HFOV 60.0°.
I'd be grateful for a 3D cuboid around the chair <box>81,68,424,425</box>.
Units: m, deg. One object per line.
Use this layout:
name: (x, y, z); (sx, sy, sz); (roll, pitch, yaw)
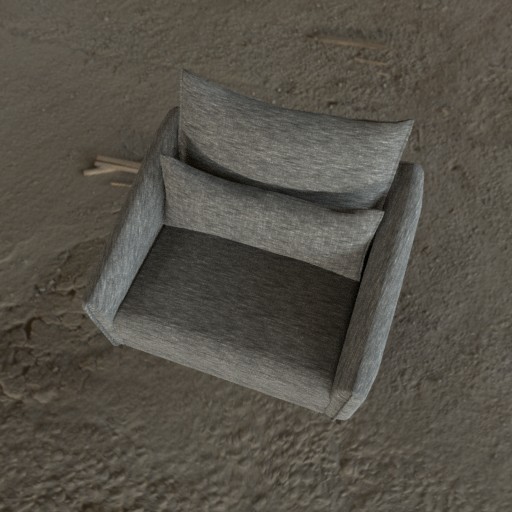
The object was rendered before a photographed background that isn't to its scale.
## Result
chair: (0.000, 0.000, 1.571); (1.004, 0.842, 0.805); (16, 60, 10)
